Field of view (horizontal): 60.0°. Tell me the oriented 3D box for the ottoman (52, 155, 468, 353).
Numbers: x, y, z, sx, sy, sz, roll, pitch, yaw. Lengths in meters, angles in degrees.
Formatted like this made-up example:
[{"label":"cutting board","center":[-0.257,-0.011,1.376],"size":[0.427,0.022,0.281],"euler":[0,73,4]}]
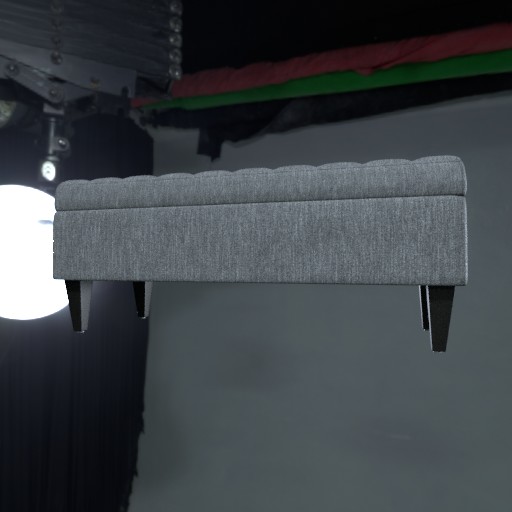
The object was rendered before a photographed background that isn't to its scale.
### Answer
[{"label":"ottoman","center":[0.000,0.000,1.387],"size":[1.151,0.469,0.482],"euler":[0,-1,17]}]
